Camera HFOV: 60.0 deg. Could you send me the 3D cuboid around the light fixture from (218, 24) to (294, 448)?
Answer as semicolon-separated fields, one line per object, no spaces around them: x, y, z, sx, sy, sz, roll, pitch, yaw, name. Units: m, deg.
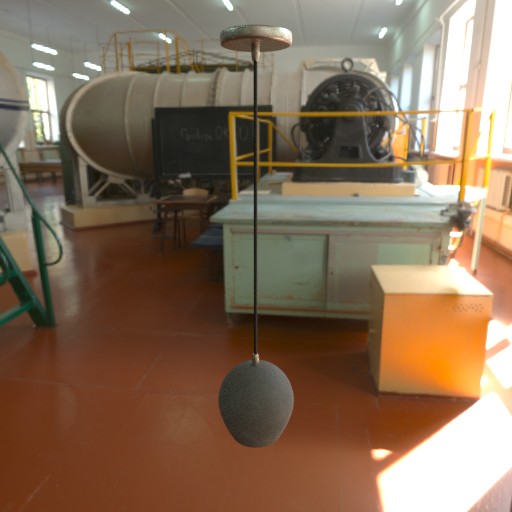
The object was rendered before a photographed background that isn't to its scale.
0.000;0.000;0.829;0.153;0.760;0.153;13;20;41;light fixture
